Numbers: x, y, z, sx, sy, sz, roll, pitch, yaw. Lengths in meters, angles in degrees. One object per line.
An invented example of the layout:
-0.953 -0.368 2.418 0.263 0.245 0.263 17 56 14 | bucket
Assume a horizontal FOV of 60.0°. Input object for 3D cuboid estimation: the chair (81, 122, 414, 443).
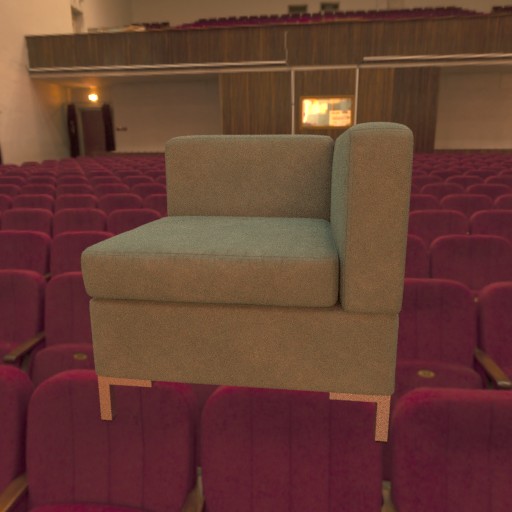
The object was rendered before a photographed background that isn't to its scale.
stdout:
0.000 0.000 1.201 0.680 0.660 0.680 2 13 7 | chair
